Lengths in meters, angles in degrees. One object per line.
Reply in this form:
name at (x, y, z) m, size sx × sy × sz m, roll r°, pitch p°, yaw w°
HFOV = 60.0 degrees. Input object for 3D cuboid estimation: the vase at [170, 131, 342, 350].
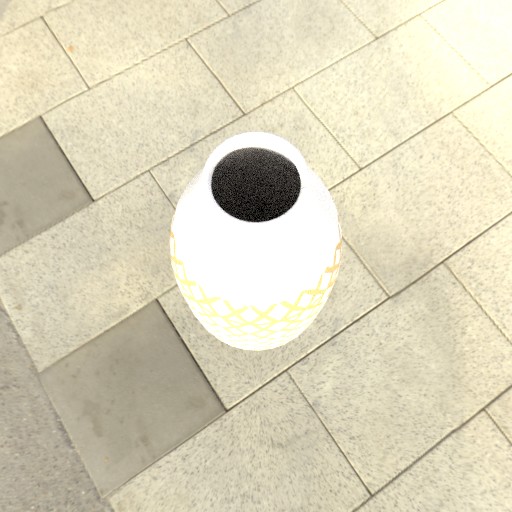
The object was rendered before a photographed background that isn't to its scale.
vase at (0.000, 0.000, 0.492) m, size 0.186 × 0.380 × 0.186 m, roll 0°, pitch 73°, yaw 0°
